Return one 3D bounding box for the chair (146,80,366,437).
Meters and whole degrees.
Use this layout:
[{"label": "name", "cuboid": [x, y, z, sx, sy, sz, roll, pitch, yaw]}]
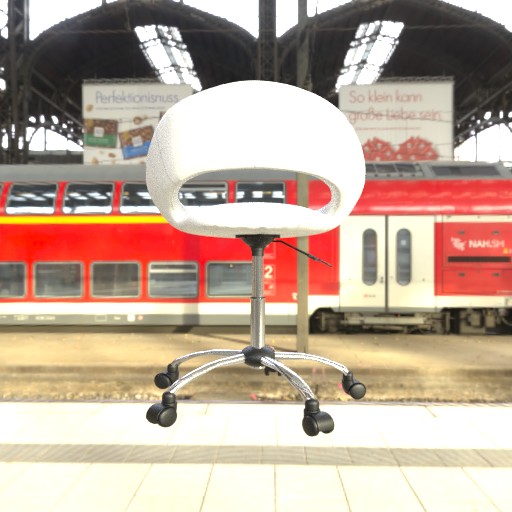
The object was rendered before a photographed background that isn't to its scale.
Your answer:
[{"label": "chair", "cuboid": [0.000, 0.000, 1.222, 0.612, 0.791, 0.538, 0, 0, 0]}]
